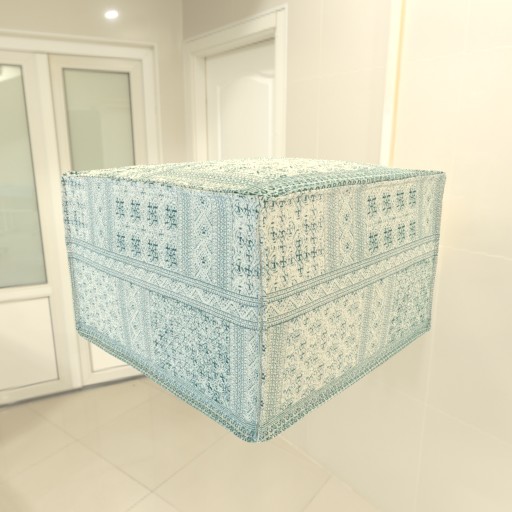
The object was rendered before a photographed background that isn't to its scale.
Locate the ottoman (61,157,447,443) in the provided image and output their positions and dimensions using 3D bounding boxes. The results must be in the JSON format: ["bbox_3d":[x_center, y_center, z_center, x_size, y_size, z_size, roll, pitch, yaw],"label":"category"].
[{"bbox_3d":[0.000,0.000,1.025,0.617,0.439,0.626,13,19,42],"label":"ottoman"}]
